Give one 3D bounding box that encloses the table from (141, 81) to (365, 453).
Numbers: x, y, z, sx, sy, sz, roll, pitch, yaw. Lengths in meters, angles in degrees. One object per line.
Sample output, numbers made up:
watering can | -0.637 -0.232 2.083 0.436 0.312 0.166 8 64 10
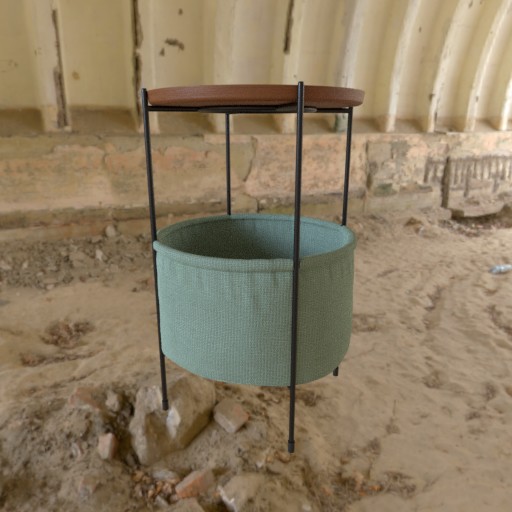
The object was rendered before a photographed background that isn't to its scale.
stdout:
table | 0.000 0.000 0.892 0.400 0.623 0.400 8 18 25
